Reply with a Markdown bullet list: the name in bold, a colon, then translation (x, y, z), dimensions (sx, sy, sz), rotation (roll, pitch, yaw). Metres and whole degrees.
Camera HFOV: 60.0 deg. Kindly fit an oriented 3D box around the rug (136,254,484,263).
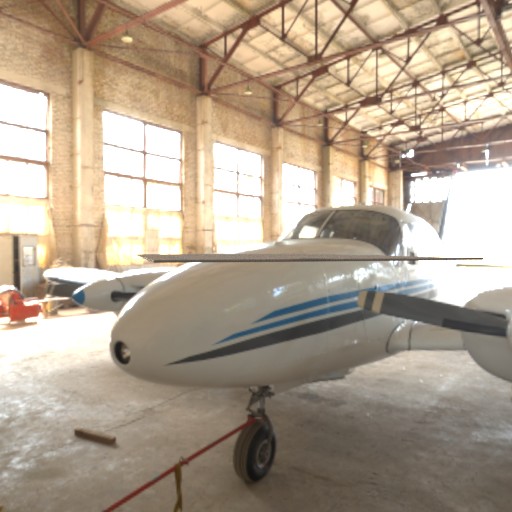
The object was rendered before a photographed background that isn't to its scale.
- **rug**: translation (0.000, 0.000, 3.066), dimensions (1.545, 0.016, 2.460), rotation (0, 1, -17)
